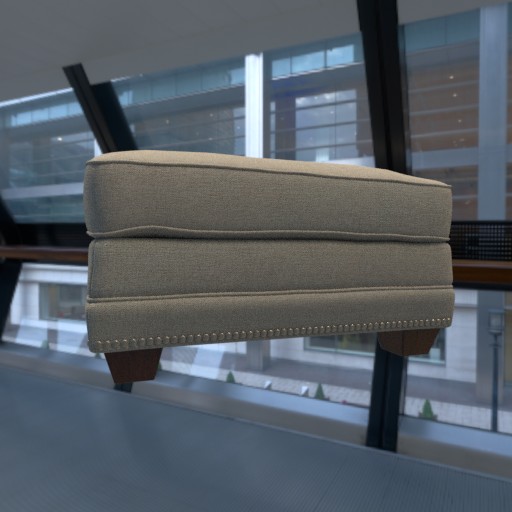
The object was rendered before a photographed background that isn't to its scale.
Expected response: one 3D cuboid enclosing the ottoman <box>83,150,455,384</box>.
[{"bbox_3d":[0.000,0.000,1.138,0.813,0.458,0.559,0,2,-19],"label":"ottoman"}]
